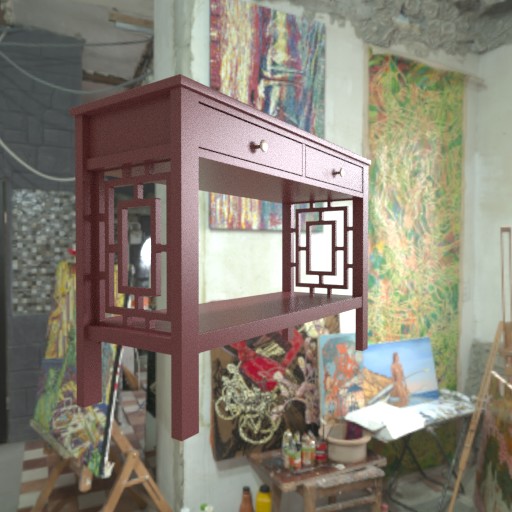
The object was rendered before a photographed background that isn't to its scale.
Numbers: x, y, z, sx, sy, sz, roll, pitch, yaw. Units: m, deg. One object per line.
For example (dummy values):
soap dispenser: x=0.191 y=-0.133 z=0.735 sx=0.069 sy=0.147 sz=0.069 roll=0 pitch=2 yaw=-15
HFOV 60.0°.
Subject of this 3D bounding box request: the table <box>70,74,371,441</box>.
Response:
table: x=0.000 y=0.000 z=1.445 sx=0.397 sy=0.753 sz=1.068 roll=1 pitch=1 yaw=35
